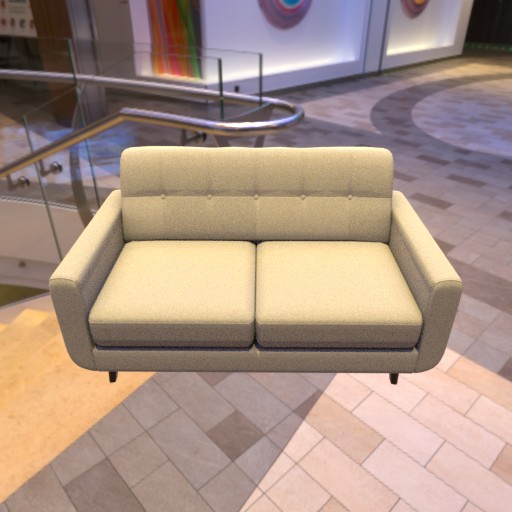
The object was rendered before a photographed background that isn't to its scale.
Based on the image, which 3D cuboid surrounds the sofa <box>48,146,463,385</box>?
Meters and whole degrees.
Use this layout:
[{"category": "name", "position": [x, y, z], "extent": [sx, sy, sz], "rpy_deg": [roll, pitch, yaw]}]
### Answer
[{"category": "sofa", "position": [0.000, 0.000, 2.227], "extent": [1.655, 0.892, 0.980], "rpy_deg": [0, 31, 0]}]
